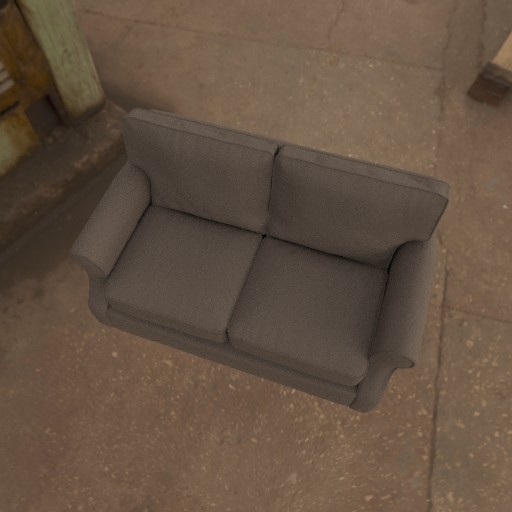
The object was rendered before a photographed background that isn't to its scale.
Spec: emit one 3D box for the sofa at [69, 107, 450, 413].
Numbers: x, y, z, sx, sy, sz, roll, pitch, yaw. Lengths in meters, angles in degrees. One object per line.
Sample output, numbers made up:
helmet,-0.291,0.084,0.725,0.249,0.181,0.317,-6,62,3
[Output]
sofa,0.000,0.000,2.226,1.665,0.937,0.964,16,60,10
